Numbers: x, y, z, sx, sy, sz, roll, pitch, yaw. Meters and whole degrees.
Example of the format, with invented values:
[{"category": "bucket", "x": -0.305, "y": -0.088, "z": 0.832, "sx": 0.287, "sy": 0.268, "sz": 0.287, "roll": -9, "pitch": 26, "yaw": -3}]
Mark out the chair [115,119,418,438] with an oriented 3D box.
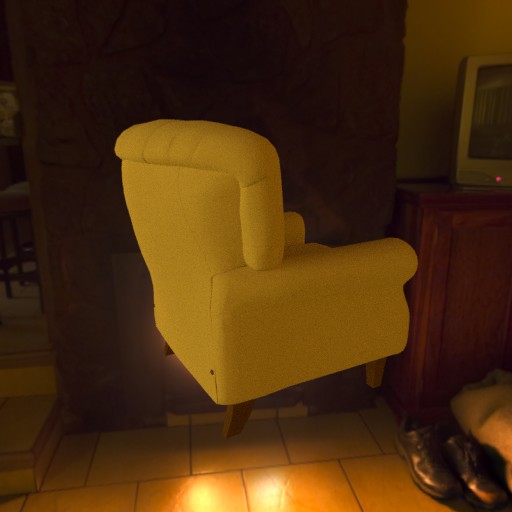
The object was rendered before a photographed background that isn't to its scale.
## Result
[{"category": "chair", "x": 0.000, "y": 0.000, "z": 2.024, "sx": 1.132, "sy": 1.169, "sz": 1.035, "roll": -8, "pitch": 17, "yaw": -27}]
